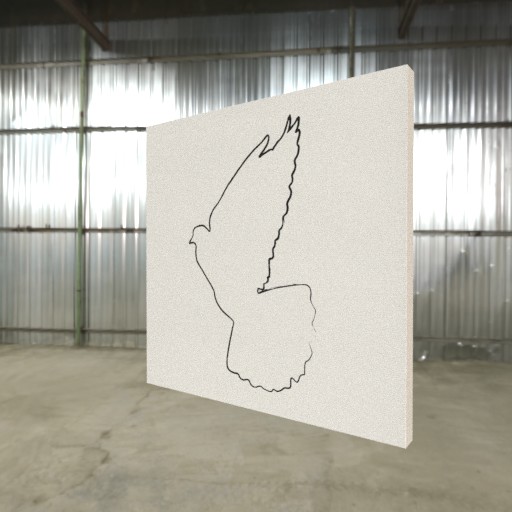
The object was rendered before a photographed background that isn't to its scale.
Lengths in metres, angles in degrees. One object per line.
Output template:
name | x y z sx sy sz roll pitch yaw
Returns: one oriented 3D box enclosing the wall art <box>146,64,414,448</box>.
wall art | 0.000 0.000 0.893 0.610 0.610 0.038 1 1 35
